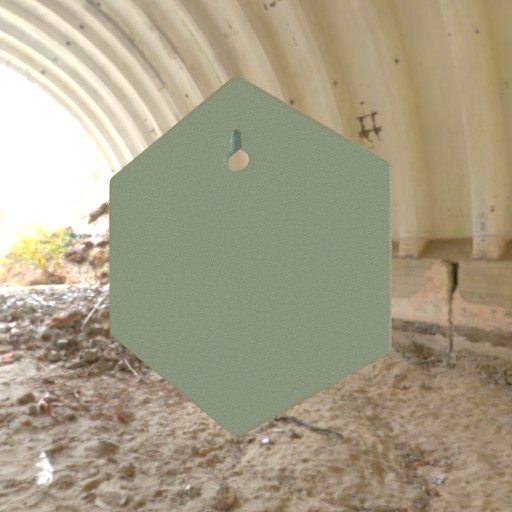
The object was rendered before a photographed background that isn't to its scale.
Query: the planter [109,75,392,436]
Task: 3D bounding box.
[{"bbox_3d":[0.000,0.000,0.289,0.169,0.207,0.078,0,0,17],"label":"planter"}]
